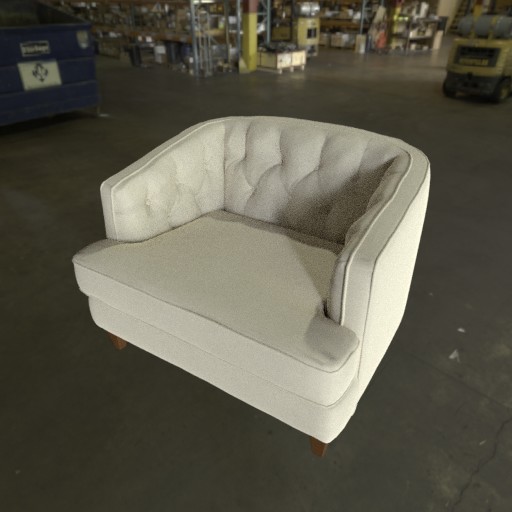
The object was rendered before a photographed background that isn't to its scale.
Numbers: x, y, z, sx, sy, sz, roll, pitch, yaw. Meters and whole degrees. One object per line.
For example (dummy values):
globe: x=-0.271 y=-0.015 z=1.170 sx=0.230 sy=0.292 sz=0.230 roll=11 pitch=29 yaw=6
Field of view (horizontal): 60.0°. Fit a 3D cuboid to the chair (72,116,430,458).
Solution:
chair: x=0.000 y=0.000 z=1.730 sx=1.104 sy=0.852 sz=0.941 roll=18 pitch=35 yaw=28
